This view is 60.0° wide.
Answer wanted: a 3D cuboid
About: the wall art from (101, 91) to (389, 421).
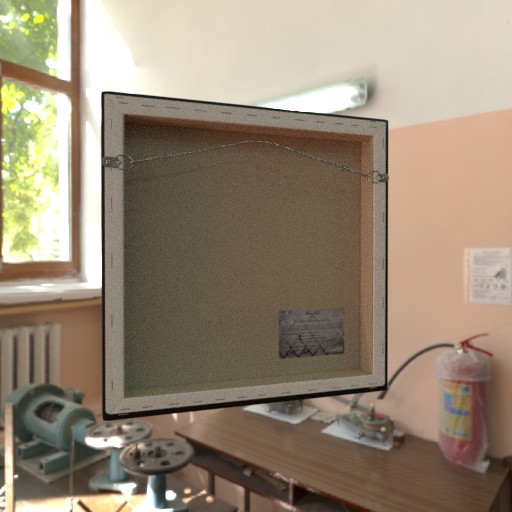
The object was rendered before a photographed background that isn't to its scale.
[{"bbox_3d":[0.000,0.000,0.617,0.406,0.407,0.041,0,1,-17],"label":"wall art"}]
